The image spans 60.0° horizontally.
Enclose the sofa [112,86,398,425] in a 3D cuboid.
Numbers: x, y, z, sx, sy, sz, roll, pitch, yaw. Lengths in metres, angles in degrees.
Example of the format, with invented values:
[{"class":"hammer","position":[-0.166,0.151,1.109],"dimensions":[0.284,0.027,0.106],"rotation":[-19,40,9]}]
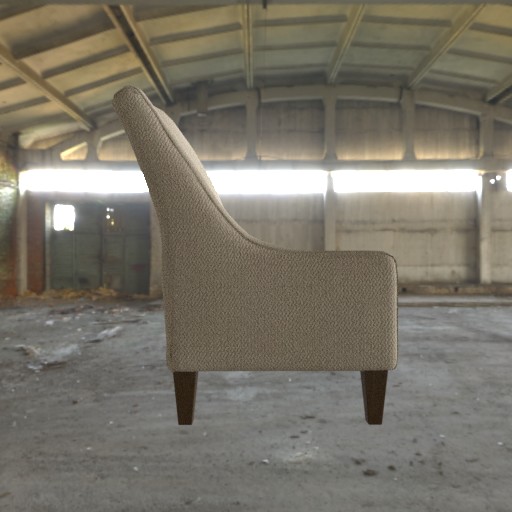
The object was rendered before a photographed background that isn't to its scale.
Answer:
[{"class":"sofa","position":[0.000,0.000,1.916],"dimensions":[0.870,1.022,1.242],"rotation":[0,0,0]}]
